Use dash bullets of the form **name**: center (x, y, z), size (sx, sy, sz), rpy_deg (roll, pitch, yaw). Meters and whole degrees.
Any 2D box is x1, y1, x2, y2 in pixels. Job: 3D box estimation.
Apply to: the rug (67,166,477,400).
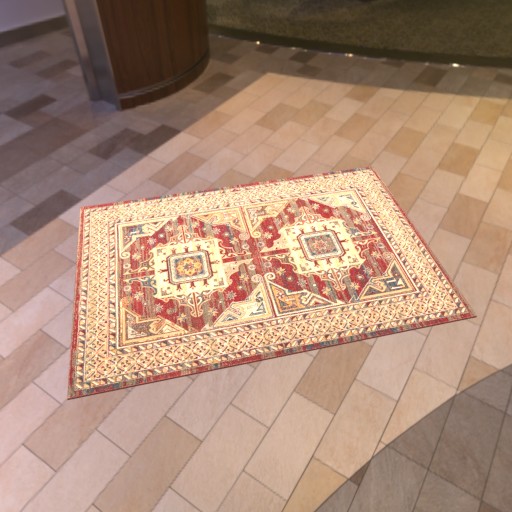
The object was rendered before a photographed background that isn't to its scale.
- **rug**: center (0.000, 0.000, 5.817), size (4.578, 0.033, 3.033), rpy_deg (-9, 47, -9)
